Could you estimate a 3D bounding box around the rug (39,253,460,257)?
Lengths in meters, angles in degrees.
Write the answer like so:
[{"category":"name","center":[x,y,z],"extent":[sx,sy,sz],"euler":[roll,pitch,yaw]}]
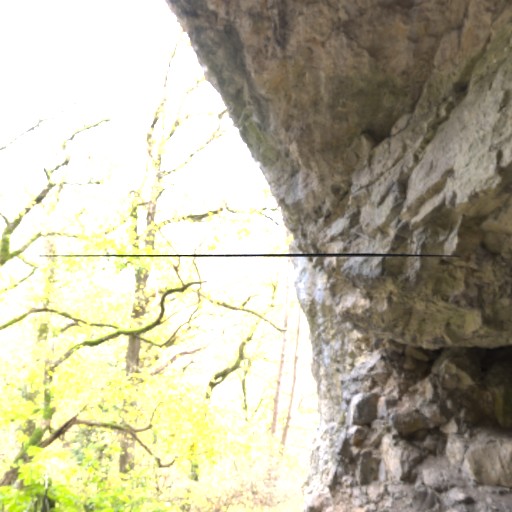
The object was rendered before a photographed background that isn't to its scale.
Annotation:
[{"category":"rug","center":[0.000,0.000,4.076],"extent":[3.048,0.010,2.438],"euler":[0,0,35]}]
